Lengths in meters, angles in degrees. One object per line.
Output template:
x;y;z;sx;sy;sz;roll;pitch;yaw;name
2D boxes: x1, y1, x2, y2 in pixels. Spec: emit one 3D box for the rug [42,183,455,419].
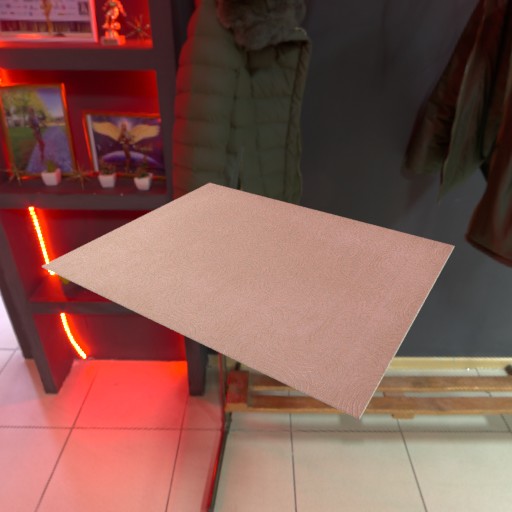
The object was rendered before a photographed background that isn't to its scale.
0.000;0.000;3.541;2.584;0.011;2.073;19;35;28;rug
